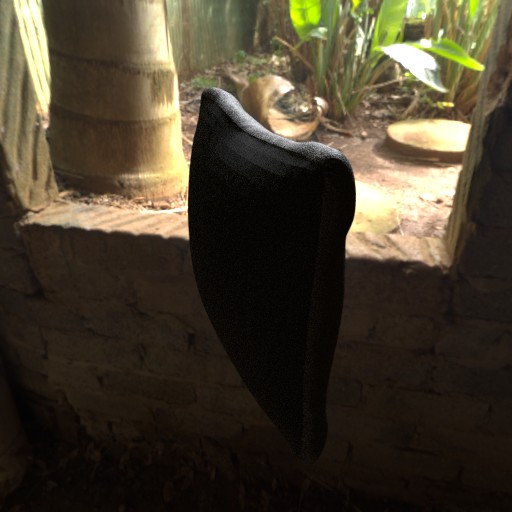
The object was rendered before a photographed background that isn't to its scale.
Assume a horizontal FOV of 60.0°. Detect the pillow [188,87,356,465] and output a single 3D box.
[{"bbox_3d":[0.000,0.000,0.806,0.210,0.523,0.533,-12,32,-19],"label":"pillow"}]
